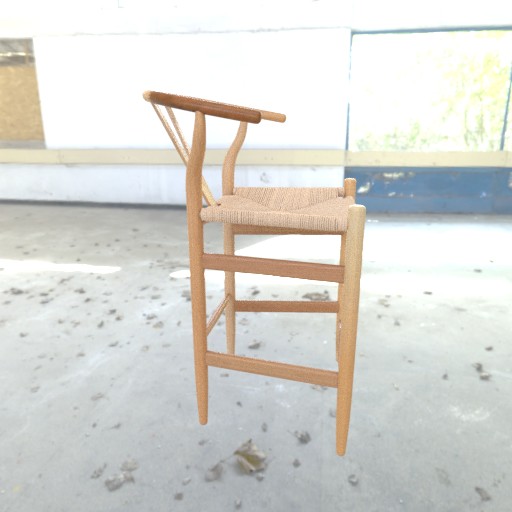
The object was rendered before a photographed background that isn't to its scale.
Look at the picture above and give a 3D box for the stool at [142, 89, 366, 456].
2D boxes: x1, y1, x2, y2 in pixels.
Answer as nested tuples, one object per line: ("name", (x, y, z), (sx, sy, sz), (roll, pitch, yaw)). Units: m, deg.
("stool", (0.000, 0.000, 1.309), (0.575, 0.923, 0.536), (3, 17, 9))
